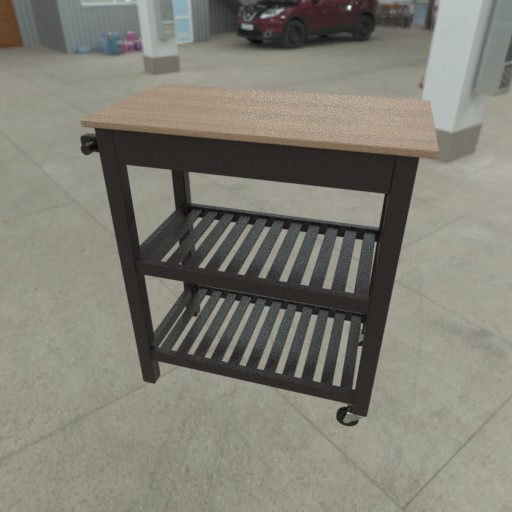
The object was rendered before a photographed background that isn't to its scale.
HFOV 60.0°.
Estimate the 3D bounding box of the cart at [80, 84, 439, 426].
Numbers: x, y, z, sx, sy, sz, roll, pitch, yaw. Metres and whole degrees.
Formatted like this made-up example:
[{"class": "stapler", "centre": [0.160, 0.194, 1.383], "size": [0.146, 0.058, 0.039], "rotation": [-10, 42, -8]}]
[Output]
[{"class": "cart", "centre": [0.000, 0.000, 1.427], "size": [0.899, 0.927, 0.457], "rotation": [9, 33, 14]}]
